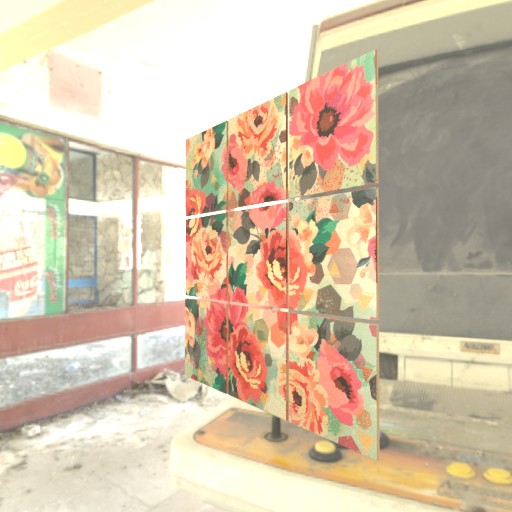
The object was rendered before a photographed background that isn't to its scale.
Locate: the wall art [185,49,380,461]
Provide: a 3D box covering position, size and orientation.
[{"bbox_3d":[0.000,0.000,1.805,0.013,1.220,1.216,1,-1,-36],"label":"wall art"}]
